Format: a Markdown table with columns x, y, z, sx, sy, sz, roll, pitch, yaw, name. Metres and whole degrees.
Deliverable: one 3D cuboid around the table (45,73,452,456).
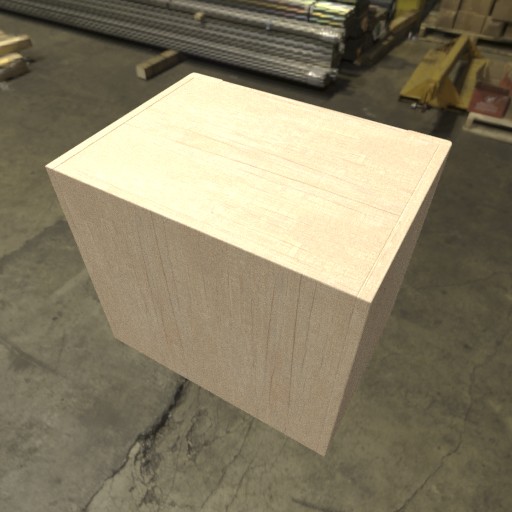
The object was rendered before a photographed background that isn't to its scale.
| x | y | z | sx | sy | sz | roll | pitch | yaw | name |
| --- | --- | --- | --- | --- | --- | --- | --- | --- | --- |
| 0.000 | 0.000 | 0.946 | 0.570 | 0.510 | 0.420 | 23 | 50 | 20 | table |
